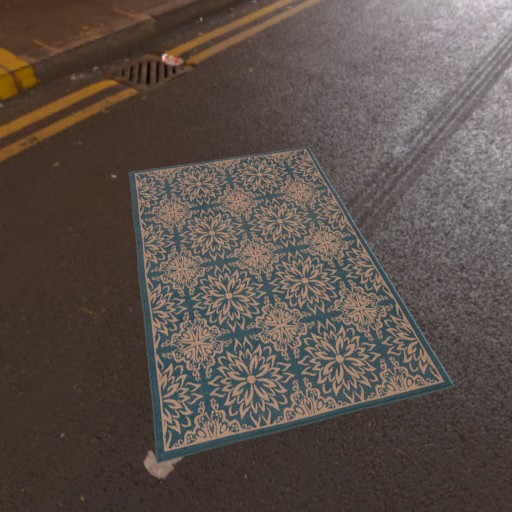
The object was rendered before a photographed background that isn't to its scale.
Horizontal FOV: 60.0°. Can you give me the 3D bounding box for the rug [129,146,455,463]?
[{"bbox_3d":[0.000,0.000,2.320,1.211,0.012,1.833,-10,47,-10],"label":"rug"}]
